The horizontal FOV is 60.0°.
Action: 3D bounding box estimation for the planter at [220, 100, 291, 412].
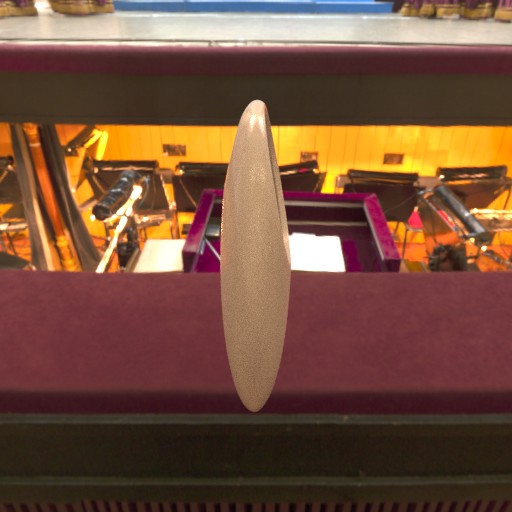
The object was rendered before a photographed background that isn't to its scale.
[{"bbox_3d":[0.000,0.000,0.284,0.043,0.188,0.185,0,31,0],"label":"planter"}]
